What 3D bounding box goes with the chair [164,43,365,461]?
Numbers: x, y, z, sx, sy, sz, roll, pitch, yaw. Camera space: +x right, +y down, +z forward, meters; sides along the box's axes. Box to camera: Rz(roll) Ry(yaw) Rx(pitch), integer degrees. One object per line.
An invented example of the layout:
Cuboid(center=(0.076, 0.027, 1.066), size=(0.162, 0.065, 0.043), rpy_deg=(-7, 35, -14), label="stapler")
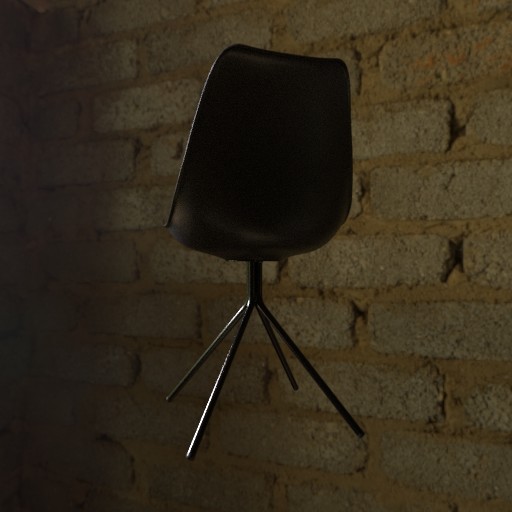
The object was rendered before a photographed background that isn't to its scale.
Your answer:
Cuboid(center=(0.000, 0.000, 1.154), size=(0.461, 0.850, 0.525), rpy_deg=(0, -1, -17), label="chair")
